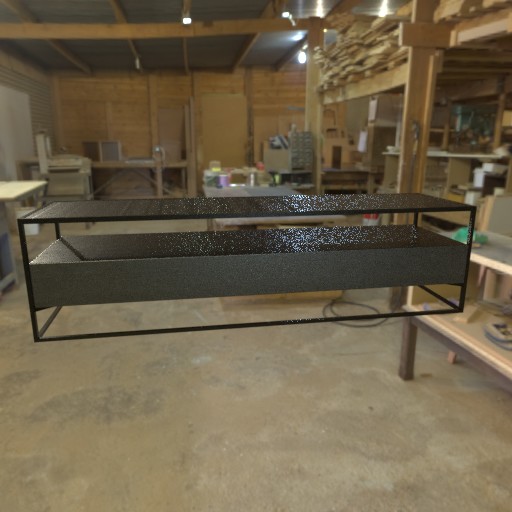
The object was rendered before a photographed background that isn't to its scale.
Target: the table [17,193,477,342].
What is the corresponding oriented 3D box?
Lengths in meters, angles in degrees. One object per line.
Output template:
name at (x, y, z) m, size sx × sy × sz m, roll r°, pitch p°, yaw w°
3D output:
table at (0.000, 0.000, 1.657) m, size 1.486 × 0.395 × 0.399 m, roll -2°, pitch 15°, yaw -9°
